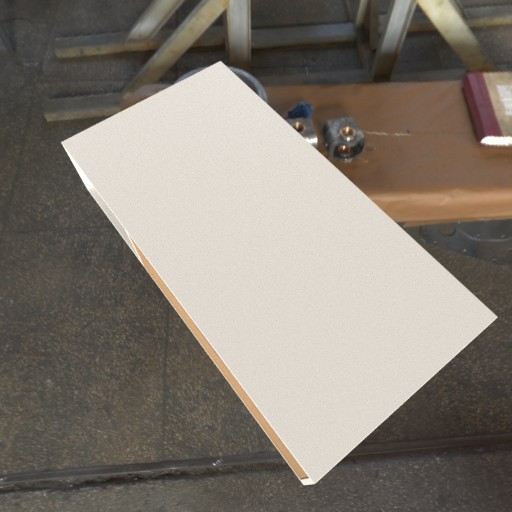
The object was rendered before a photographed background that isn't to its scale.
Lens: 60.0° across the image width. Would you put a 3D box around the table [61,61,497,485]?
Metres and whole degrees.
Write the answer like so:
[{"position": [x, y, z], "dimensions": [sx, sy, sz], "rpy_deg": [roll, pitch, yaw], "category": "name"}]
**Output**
[{"position": [0.000, 0.000, 1.434], "dimensions": [0.609, 0.432, 1.194], "rpy_deg": [-34, 67, -17], "category": "table"}]
